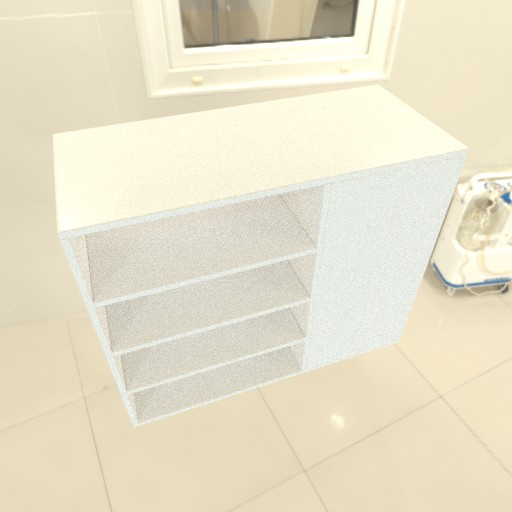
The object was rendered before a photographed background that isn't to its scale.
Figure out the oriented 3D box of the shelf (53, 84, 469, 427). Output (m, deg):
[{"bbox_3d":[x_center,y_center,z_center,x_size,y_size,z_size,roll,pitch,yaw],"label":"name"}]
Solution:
[{"bbox_3d":[0.000,0.000,1.284,0.895,0.732,0.396,-14,44,-14],"label":"shelf"}]
